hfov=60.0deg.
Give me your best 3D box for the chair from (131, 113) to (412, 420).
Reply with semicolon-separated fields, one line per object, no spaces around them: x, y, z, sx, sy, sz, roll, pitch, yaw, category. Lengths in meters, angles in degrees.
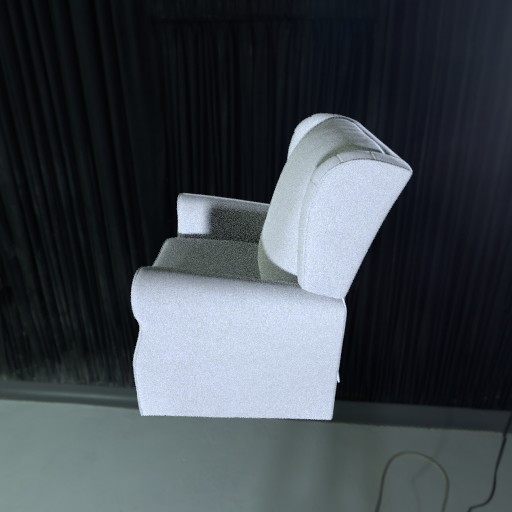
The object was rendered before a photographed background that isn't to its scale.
0.000;0.000;1.720;0.854;0.967;0.906;0;26;1;chair
